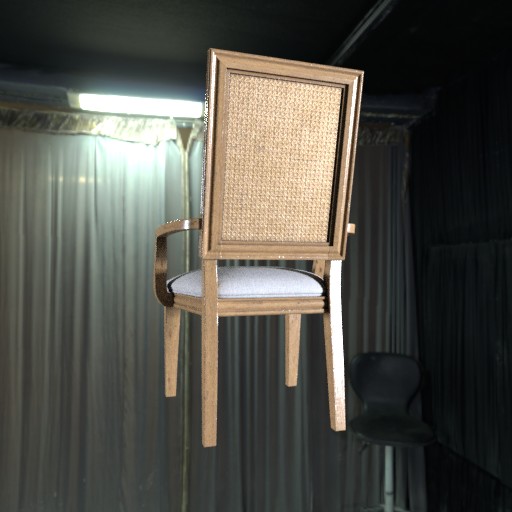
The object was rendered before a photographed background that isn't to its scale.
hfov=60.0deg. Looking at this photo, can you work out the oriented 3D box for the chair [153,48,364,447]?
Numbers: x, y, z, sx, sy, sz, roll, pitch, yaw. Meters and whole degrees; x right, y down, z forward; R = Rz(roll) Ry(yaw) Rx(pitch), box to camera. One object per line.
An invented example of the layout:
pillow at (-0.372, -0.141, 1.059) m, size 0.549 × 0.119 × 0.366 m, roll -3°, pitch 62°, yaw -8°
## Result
chair at (0.000, 0.000, 1.397) m, size 0.606 × 0.990 × 0.602 m, roll 0°, pitch -2°, yaw -17°
